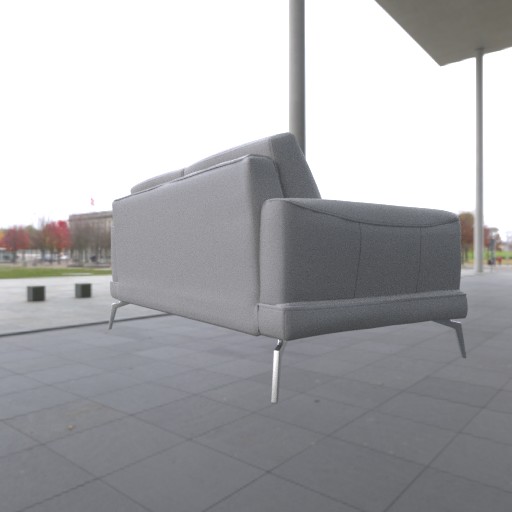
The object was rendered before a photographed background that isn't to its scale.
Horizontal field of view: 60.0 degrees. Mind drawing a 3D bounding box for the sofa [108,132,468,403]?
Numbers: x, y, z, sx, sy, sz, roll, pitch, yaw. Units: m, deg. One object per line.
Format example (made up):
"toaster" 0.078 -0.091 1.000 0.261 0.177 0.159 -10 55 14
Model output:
"sofa" 0.000 0.000 2.411 1.121 0.930 1.819 0 0 -35
